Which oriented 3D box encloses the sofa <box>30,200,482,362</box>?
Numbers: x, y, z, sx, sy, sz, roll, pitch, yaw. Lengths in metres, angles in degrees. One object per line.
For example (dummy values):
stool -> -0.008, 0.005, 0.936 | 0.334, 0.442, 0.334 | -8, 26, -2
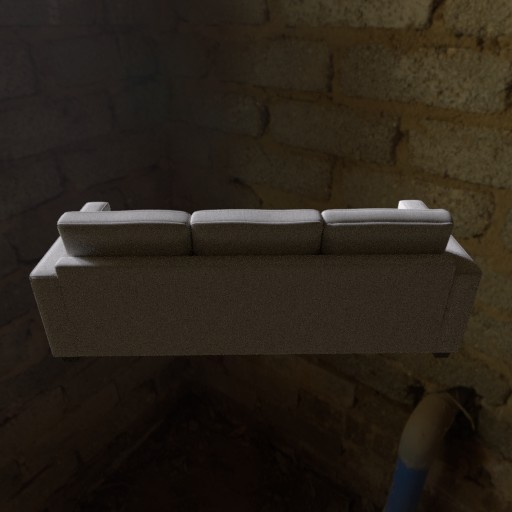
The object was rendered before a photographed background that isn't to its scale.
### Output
sofa -> 0.000, 0.000, 2.504 | 2.120, 0.800, 0.900 | 0, 30, -1
